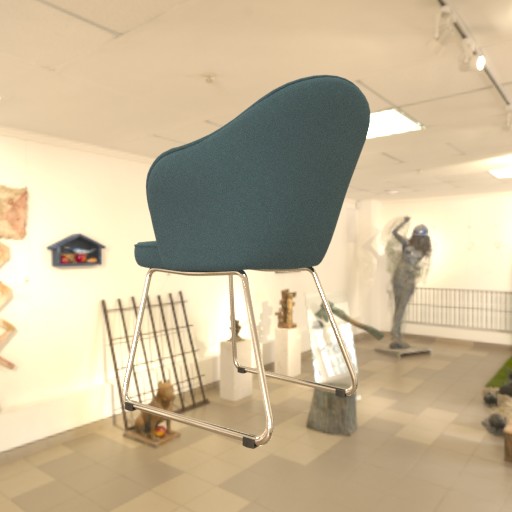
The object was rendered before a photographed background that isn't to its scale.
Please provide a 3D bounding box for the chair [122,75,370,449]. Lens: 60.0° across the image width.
[{"bbox_3d":[0.000,0.000,1.214,0.585,0.815,0.570,0,1,38],"label":"chair"}]
